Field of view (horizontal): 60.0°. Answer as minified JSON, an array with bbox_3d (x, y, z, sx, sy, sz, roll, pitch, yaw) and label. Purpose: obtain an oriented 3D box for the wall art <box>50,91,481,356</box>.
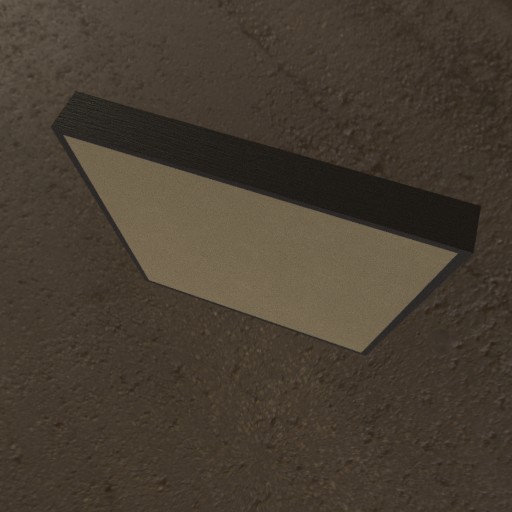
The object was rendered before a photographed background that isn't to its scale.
[{"bbox_3d":[0.000,0.000,0.442,0.302,0.300,0.036,18,66,8],"label":"wall art"}]
